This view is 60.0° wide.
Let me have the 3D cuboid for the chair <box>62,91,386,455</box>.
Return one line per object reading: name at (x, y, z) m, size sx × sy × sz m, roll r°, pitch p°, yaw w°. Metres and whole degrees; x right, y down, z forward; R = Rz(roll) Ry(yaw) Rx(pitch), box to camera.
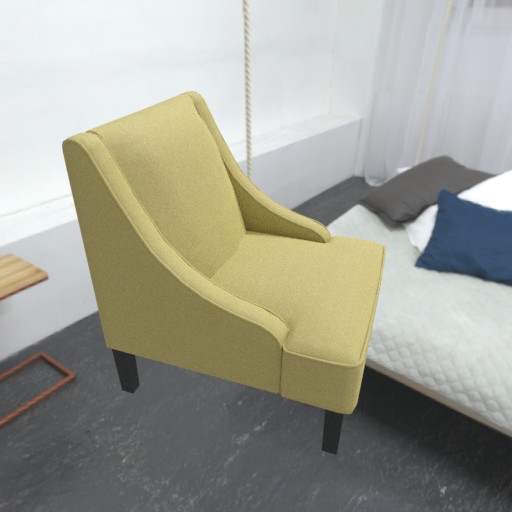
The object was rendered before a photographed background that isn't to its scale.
chair at (0.000, 0.000, 1.480) m, size 0.814 × 0.896 × 0.696 m, roll 10°, pitch 32°, yaw 17°
